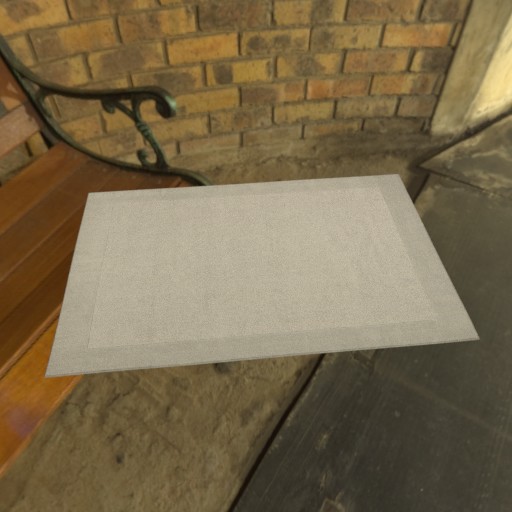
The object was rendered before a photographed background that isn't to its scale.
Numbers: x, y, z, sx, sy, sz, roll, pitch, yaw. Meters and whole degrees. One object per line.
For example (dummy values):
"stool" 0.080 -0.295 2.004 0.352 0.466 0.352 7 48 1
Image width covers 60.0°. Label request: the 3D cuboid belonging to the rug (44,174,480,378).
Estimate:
"rug" 0.000 0.000 2.969 2.438 0.014 1.524 -4 49 -4
